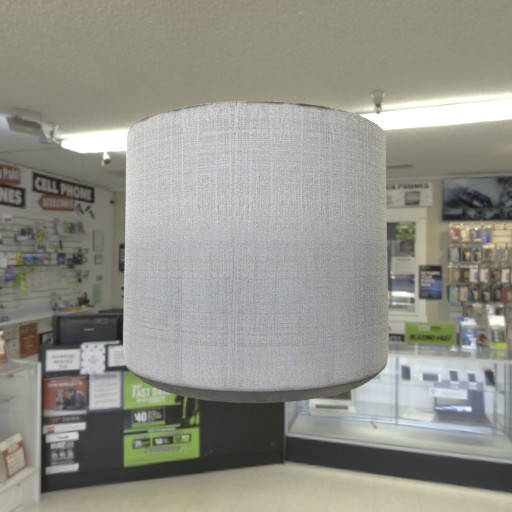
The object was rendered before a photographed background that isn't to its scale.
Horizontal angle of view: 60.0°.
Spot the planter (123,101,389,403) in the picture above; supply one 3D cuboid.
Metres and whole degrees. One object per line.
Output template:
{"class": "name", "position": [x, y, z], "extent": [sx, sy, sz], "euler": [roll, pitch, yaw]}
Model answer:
{"class": "planter", "position": [0.000, 0.000, 0.394], "extent": [0.226, 0.201, 0.226], "euler": [0, 0, 0]}
